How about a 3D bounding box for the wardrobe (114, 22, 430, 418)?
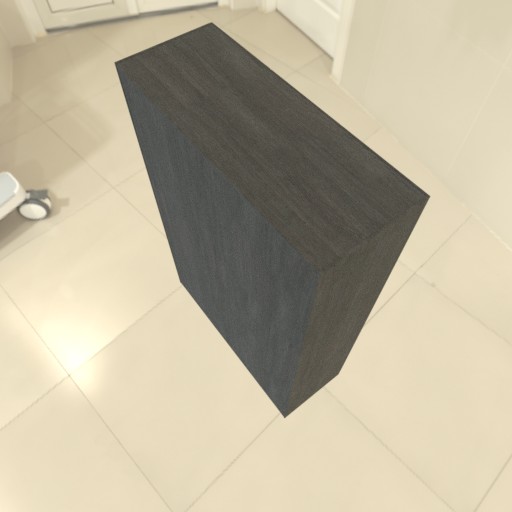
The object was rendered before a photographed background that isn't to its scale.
[{"bbox_3d":[0.000,0.000,2.475,0.510,1.910,1.290,-33,63,-19],"label":"wardrobe"}]
